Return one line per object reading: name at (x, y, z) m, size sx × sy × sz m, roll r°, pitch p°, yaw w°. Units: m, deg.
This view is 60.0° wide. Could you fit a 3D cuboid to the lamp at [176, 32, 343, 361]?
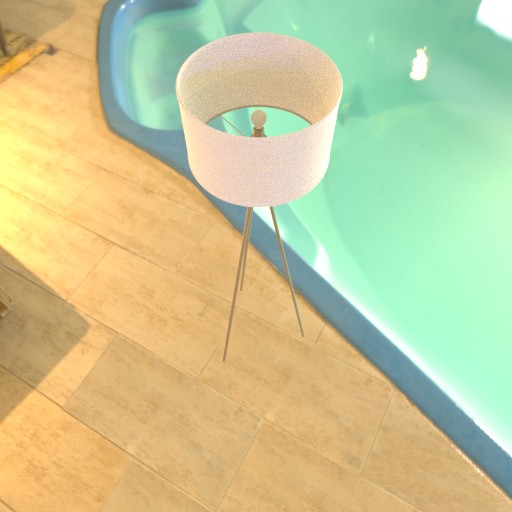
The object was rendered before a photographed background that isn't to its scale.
lamp at (0.000, 0.000, 1.727) m, size 0.448 × 1.545 × 0.458 m, roll 31°, pitch 63°, yaw 18°
